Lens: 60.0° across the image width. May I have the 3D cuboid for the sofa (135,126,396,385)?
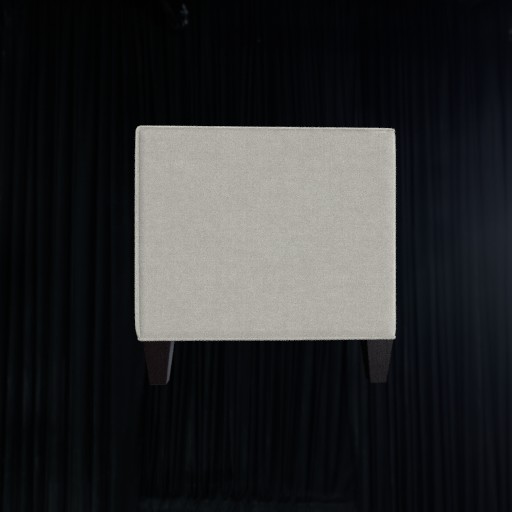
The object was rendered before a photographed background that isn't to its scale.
[{"bbox_3d":[0.000,0.000,2.181,0.775,0.762,1.778,0,0,-2],"label":"sofa"}]
